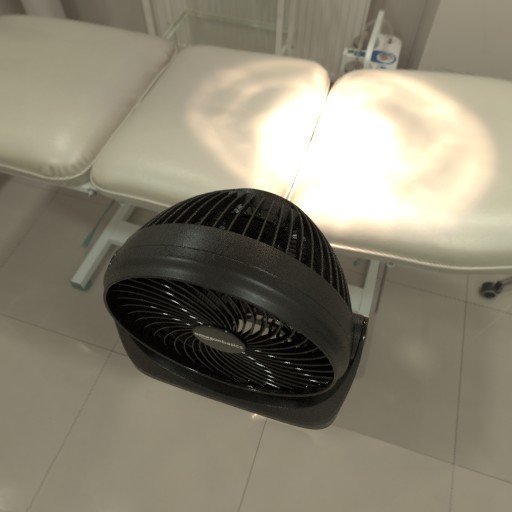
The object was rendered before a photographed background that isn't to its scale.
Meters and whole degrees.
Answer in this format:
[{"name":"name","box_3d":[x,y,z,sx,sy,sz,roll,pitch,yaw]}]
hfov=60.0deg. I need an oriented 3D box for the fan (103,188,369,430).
[{"name":"fan","box_3d":[0.000,0.000,0.486,0.273,0.277,0.256,15,58,10]}]
